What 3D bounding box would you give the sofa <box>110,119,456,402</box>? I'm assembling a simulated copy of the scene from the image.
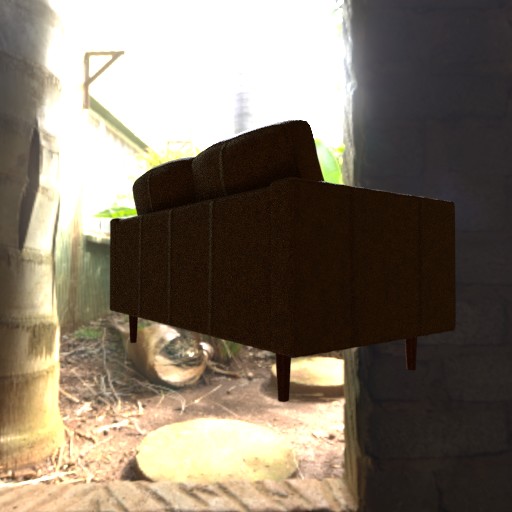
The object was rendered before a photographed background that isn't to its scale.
[{"bbox_3d":[0.000,0.000,2.163,0.909,0.951,1.578,1,-1,-37],"label":"sofa"}]
